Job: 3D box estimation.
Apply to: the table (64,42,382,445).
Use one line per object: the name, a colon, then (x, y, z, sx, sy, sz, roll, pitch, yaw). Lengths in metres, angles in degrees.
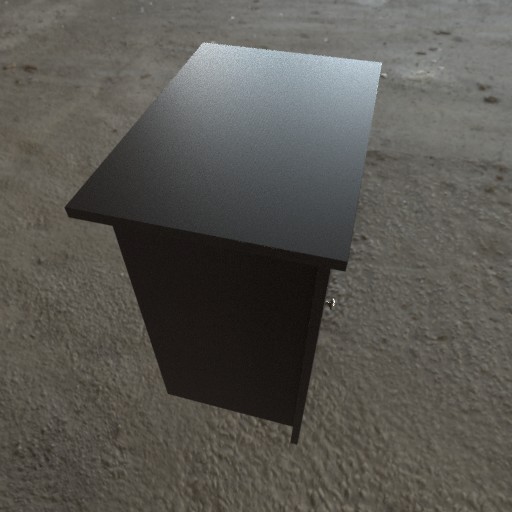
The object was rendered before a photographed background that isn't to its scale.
table: (0.000, 0.000, 1.050, 0.408, 0.711, 0.589, 11, 49, 10)
